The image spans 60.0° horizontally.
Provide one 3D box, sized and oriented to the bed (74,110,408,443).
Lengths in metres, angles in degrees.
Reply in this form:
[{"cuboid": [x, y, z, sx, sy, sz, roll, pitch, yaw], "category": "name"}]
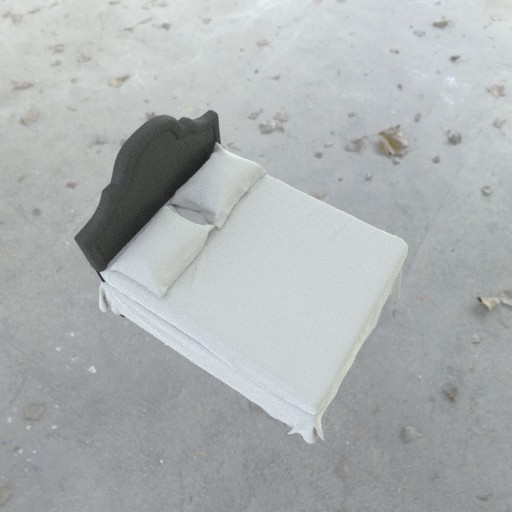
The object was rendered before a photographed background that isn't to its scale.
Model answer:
[{"cuboid": [0.000, 0.000, 3.466, 2.222, 1.634, 1.780, 29, 63, 17], "category": "bed"}]
